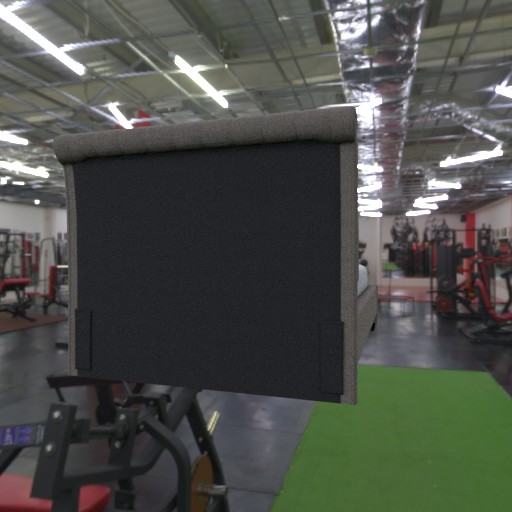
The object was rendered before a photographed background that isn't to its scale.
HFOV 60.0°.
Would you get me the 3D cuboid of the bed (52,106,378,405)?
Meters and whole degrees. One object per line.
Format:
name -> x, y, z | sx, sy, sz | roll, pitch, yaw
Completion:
bed -> 0.000, 0.000, 3.265 | 1.645, 1.371, 2.252 | 0, 0, 18
